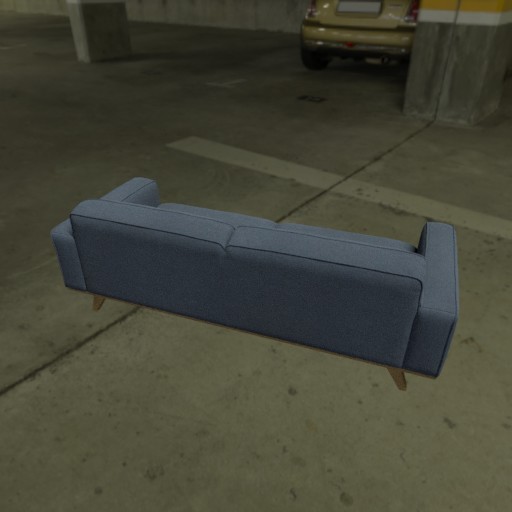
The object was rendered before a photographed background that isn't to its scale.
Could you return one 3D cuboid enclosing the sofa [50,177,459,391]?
[{"bbox_3d":[0.000,0.000,2.726,2.270,0.782,0.953,11,34,17],"label":"sofa"}]
